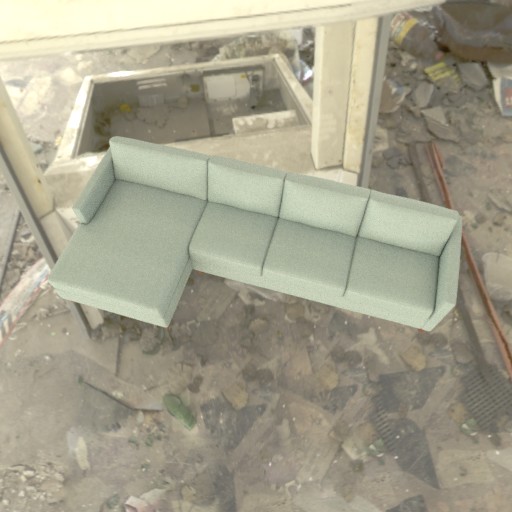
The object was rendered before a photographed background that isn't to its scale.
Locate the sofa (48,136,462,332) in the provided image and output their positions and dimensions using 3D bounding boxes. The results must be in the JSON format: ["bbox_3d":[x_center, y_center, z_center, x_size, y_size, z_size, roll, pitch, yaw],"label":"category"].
[{"bbox_3d":[0.000,0.000,4.107,3.470,0.953,1.600,14,61,8],"label":"sofa"}]
